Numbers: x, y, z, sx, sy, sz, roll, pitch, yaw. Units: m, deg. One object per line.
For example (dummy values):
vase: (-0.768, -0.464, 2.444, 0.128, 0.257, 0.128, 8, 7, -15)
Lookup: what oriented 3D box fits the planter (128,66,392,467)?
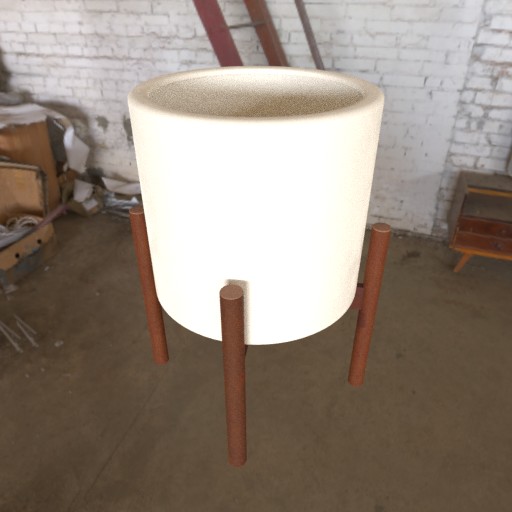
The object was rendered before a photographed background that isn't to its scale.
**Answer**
planter: (0.000, 0.000, 0.491, 0.224, 0.358, 0.224, -22, 38, -30)
